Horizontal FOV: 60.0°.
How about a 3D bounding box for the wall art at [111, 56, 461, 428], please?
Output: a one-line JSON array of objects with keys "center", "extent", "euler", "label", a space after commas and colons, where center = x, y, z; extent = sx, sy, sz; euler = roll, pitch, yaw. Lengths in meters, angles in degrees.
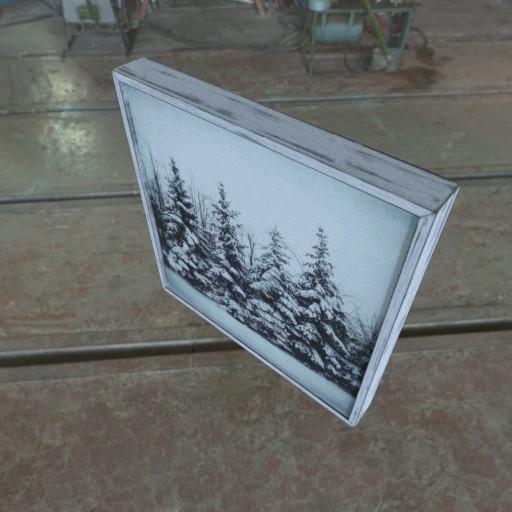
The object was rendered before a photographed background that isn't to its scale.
[{"center": [0.000, 0.000, 0.443], "extent": [0.303, 0.303, 0.036], "euler": [31, 54, 26], "label": "wall art"}]
